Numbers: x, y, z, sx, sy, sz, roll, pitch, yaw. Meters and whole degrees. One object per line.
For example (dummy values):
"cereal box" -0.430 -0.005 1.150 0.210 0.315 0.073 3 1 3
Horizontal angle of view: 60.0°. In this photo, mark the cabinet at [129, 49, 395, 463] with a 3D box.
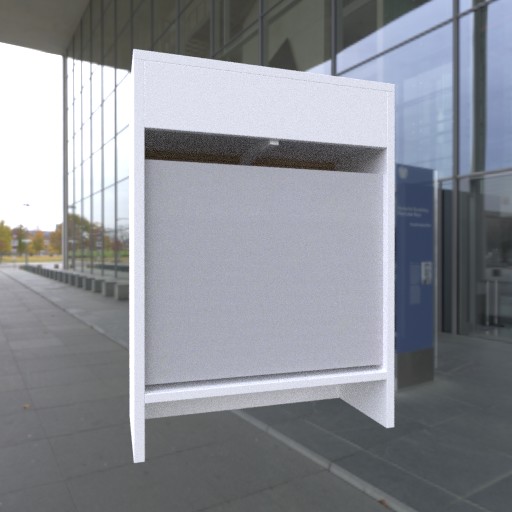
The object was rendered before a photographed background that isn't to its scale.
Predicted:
"cabinet" 0.000 0.000 1.103 0.600 0.815 0.296 0 0 -18
